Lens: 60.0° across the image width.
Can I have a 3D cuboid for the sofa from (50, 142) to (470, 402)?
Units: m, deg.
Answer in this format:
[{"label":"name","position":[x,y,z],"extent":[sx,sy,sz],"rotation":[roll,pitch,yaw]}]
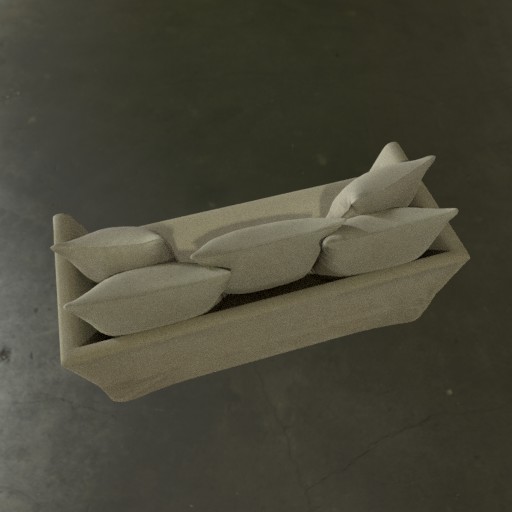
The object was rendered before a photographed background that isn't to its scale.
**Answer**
[{"label":"sofa","position":[0.000,0.000,2.787],"extent":[2.290,1.034,1.031],"rotation":[-14,59,-8]}]
